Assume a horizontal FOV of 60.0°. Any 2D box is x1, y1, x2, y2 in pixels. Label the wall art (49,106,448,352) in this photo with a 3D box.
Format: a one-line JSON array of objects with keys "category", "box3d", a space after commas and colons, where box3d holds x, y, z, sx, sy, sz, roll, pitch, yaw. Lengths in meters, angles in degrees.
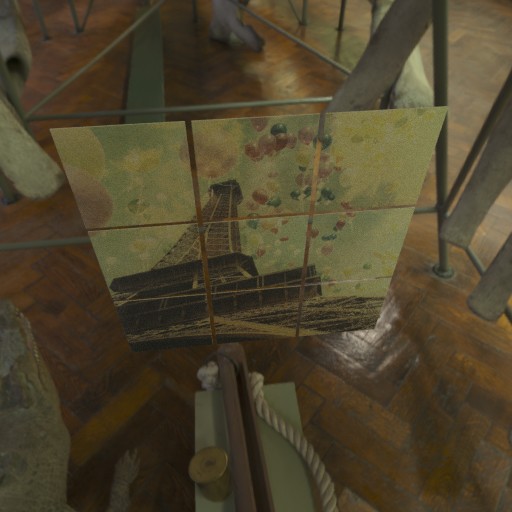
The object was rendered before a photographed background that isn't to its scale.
[{"category": "wall art", "box3d": [0.000, 0.000, 2.216, 1.517, 1.505, 0.002, -5, 46, -5]}]
